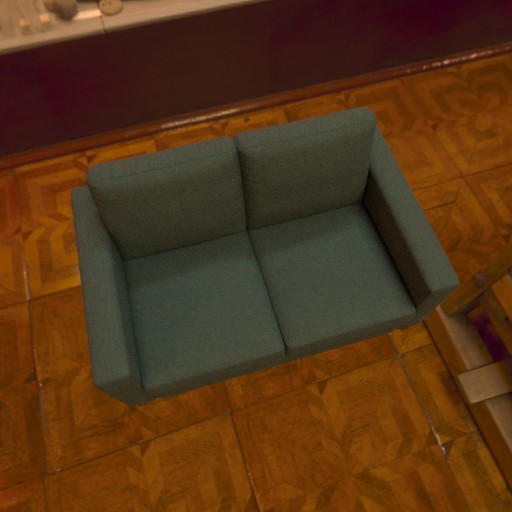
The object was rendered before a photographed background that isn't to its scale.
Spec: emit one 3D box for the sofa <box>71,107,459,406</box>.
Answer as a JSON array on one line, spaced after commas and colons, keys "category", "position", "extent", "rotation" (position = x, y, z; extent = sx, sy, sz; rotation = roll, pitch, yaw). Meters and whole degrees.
[{"category": "sofa", "position": [0.000, 0.000, 2.057], "extent": [1.489, 0.903, 0.955], "rotation": [-14, 65, -7]}]
